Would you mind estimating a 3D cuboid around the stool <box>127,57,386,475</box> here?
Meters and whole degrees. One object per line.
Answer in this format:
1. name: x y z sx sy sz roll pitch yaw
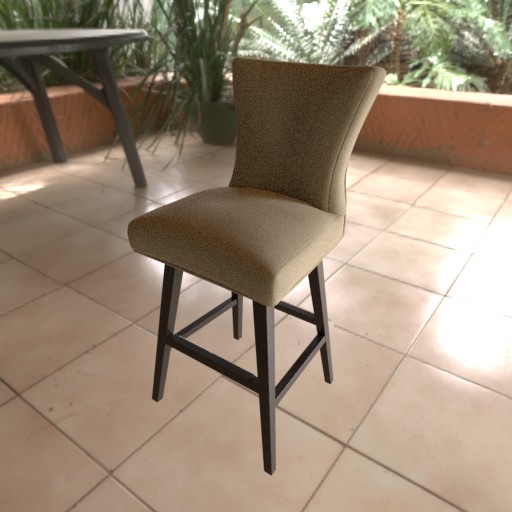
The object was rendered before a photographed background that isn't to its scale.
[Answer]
1. stool: 0.000 0.000 1.385 0.514 1.086 0.574 19 34 31
